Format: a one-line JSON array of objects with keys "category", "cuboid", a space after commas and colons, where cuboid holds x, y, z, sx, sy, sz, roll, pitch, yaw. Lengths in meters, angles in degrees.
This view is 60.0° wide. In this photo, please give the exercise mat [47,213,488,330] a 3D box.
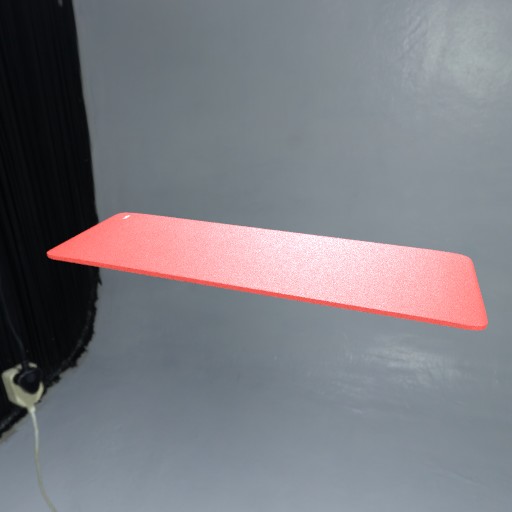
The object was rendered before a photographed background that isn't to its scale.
[{"category": "exercise mat", "cuboid": [0.000, 0.000, 2.026, 1.869, 0.021, 0.616, 8, 26, 17]}]
